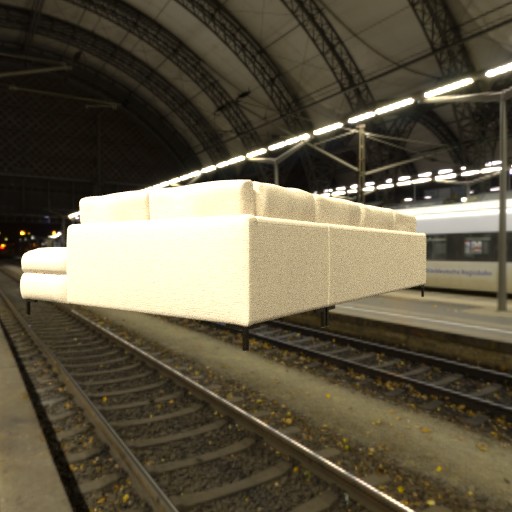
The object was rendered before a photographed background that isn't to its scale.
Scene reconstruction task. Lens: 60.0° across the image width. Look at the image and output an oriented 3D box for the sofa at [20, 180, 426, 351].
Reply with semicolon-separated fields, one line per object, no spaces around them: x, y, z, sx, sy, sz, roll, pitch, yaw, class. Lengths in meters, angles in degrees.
0.000;0.000;3.719;2.007;0.815;2.949;1;1;36;sofa
